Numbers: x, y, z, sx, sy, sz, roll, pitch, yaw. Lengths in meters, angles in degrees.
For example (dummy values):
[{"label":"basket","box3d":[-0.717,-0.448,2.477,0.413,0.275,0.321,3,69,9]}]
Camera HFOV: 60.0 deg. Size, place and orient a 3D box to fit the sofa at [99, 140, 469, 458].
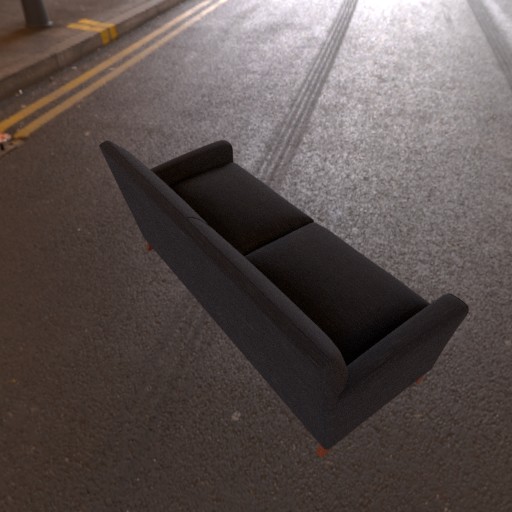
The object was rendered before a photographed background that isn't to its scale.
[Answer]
[{"label":"sofa","box3d":[0.000,0.000,2.434,0.875,0.846,1.976,-25,47,-26]}]
